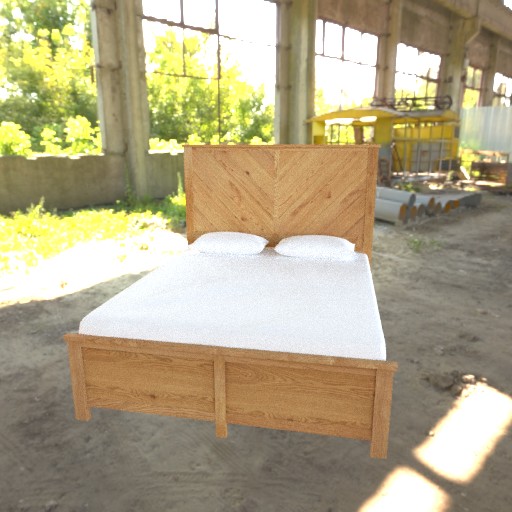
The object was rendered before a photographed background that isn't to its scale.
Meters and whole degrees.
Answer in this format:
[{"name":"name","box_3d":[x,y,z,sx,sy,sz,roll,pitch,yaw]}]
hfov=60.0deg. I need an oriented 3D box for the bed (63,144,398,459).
[{"name":"bed","box_3d":[0.000,0.000,3.986,2.225,1.938,2.530,3,15,11]}]
